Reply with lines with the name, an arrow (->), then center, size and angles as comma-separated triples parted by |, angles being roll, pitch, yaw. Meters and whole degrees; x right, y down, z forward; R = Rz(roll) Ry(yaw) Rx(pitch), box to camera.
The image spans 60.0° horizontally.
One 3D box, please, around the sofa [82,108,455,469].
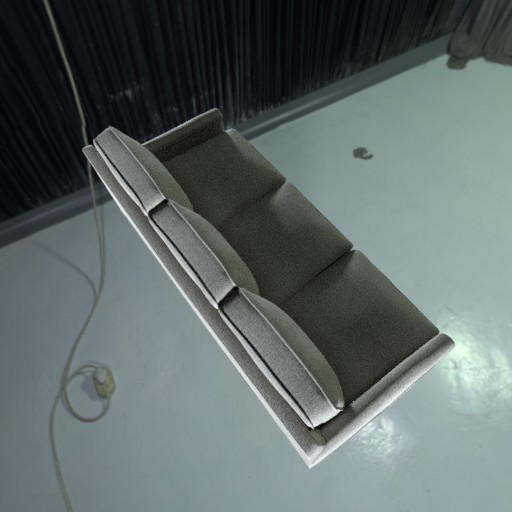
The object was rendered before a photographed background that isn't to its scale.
sofa -> 0.000, 0.000, 2.721 | 1.084, 1.003, 2.246 | -32, 64, -18
